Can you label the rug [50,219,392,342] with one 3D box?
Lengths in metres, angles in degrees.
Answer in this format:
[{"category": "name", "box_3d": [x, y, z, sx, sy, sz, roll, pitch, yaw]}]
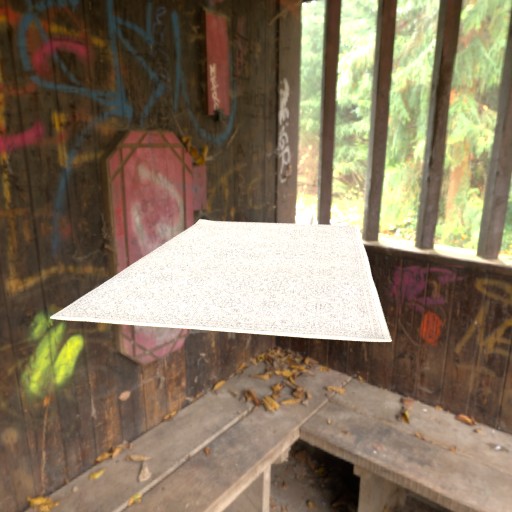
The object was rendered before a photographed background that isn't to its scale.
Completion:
[{"category": "rug", "box_3d": [0.000, 0.000, 2.447, 1.214, 0.023, 1.947, 2, 15, 9]}]
